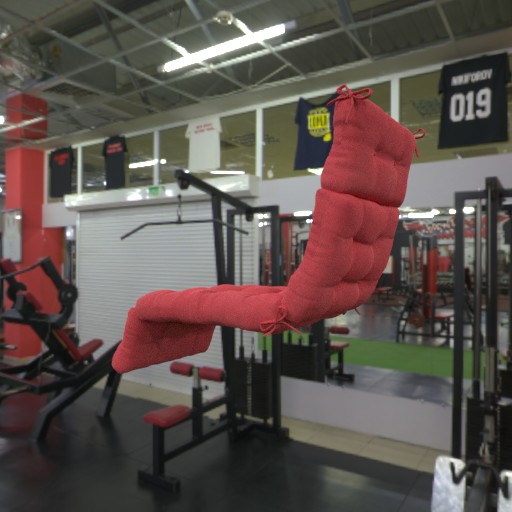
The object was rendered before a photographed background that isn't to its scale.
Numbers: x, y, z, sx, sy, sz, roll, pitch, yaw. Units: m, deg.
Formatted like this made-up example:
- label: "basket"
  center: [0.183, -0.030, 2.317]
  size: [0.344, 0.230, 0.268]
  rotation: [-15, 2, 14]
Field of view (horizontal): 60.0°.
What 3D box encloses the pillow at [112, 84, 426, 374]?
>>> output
- label: "pillow"
  center: [0.000, 0.000, 1.543]
  size: [1.016, 0.863, 0.526]
  rotation: [0, 0, 36]
